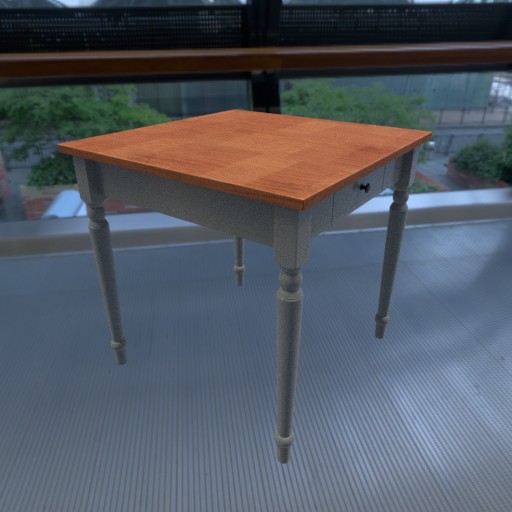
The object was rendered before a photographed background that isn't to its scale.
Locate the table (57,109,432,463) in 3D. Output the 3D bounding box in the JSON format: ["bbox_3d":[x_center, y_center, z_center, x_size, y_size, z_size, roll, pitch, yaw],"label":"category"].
[{"bbox_3d":[0.000,0.000,1.400,0.747,0.738,0.747,18,32,32],"label":"table"}]
